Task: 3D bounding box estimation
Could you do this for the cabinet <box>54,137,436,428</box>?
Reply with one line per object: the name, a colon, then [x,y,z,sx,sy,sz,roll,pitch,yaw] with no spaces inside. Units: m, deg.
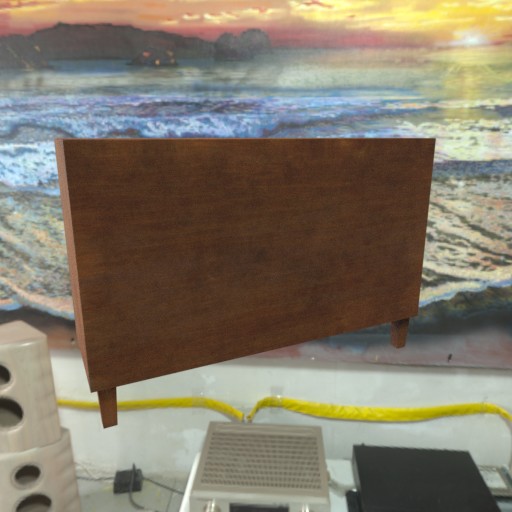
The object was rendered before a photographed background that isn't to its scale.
cabinet: [0.000,0.000,1.569,1.204,0.805,0.403,-7,17,-25]
